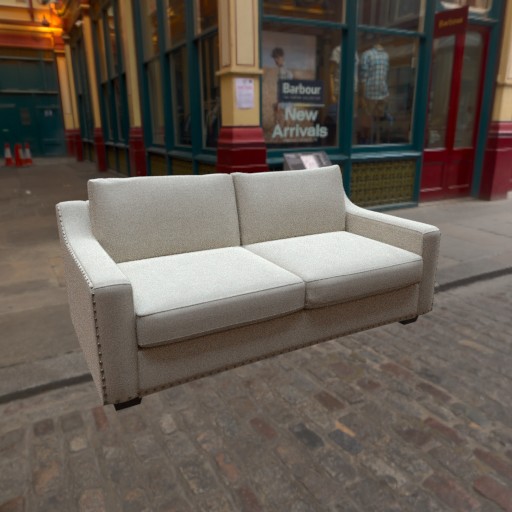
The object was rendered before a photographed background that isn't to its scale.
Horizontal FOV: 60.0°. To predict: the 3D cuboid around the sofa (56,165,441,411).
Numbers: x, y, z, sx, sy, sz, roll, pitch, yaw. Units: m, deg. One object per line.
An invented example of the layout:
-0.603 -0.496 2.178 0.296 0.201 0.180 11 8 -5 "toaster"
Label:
0.000 0.000 2.743 2.107 0.983 1.104 -9 19 -28 "sofa"
